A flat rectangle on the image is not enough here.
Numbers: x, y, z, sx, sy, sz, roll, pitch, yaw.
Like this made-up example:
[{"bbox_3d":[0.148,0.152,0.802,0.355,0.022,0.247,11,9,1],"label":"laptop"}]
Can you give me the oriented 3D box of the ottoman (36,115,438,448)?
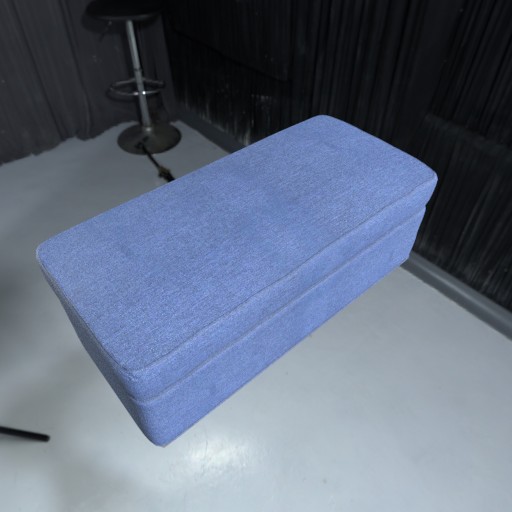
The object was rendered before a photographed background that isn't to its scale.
[{"bbox_3d":[0.000,0.000,1.395,1.110,0.460,0.515,-32,53,-27],"label":"ottoman"}]
